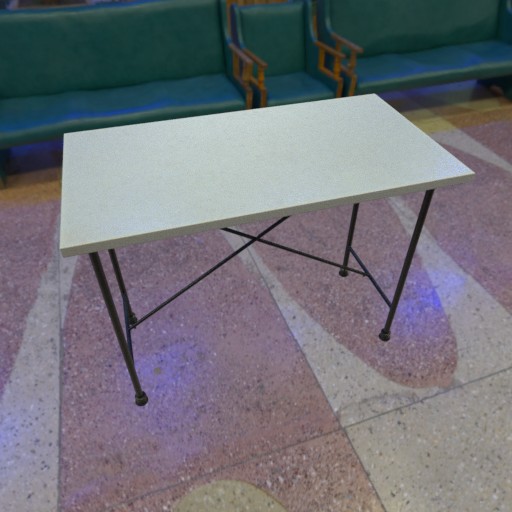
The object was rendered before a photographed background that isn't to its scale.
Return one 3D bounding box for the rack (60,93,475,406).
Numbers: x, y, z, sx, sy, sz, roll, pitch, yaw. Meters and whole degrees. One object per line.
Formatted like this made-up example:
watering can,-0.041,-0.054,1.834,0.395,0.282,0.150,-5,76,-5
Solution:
rack,0.000,0.000,1.685,1.159,0.880,0.613,-12,43,-12
